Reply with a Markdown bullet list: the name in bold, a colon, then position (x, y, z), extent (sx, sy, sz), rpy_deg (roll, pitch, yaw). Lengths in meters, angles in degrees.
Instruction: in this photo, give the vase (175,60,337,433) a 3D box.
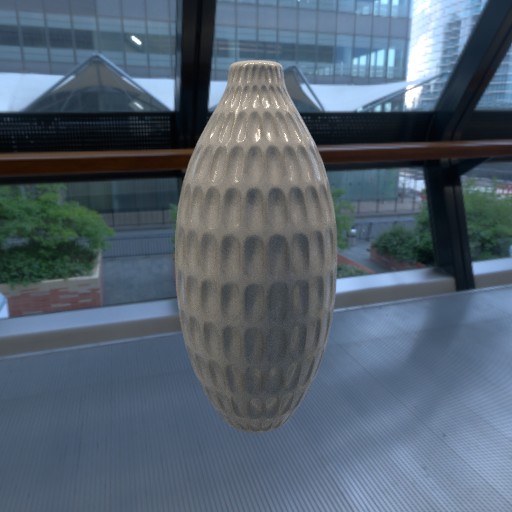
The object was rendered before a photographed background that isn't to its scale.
- **vase**: position (0.000, 0.000, 0.351), extent (0.127, 0.282, 0.127), rpy_deg (0, 15, 0)
